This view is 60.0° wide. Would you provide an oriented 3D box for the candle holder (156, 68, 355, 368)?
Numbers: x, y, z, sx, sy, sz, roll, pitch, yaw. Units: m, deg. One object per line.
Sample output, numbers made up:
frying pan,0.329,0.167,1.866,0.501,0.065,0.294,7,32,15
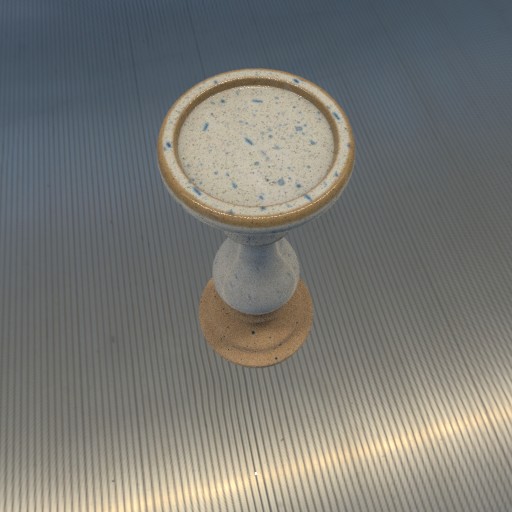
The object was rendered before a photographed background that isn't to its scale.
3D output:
candle holder,0.000,0.000,0.257,0.088,0.203,0.088,0,64,0
